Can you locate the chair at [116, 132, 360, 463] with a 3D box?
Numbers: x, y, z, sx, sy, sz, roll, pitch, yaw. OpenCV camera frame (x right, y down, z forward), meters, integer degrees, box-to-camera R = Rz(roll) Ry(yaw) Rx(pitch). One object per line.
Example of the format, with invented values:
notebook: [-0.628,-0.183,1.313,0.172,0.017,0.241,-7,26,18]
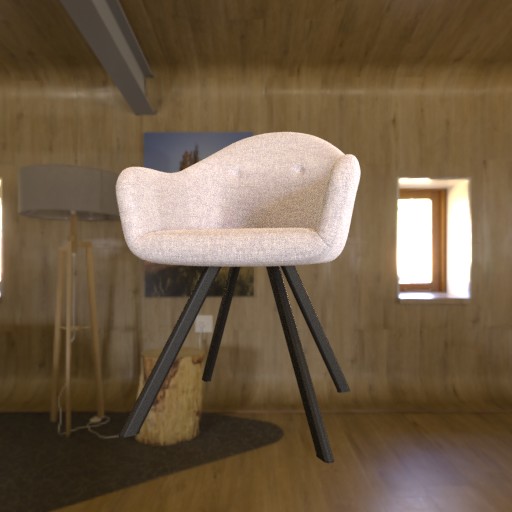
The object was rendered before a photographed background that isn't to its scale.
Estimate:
chair: [0.000,0.000,1.167,0.540,0.780,0.570,0,0,16]
